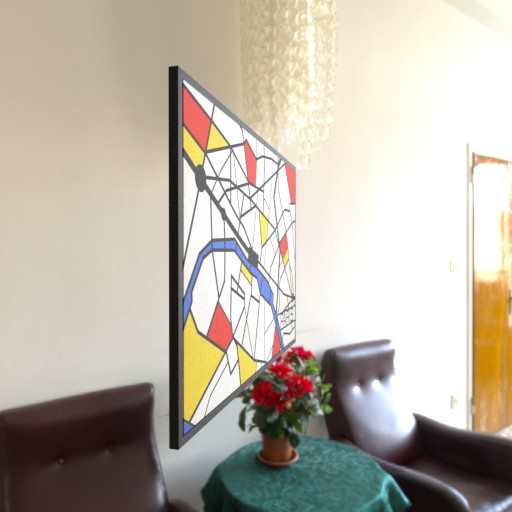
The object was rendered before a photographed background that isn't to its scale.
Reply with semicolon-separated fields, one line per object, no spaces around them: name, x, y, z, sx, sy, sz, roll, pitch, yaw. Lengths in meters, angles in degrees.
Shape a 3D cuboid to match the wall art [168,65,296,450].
wall art;0.000;0.000;0.847;0.013;0.458;0.664;0;1;17
